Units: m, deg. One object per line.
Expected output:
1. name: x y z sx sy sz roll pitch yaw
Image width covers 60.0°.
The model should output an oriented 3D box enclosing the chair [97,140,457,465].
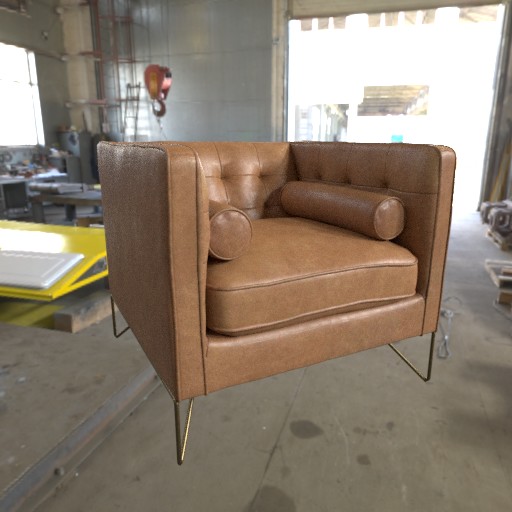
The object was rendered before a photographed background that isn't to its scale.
1. chair: 0.000 0.000 1.584 0.920 0.797 0.912 -8 17 -27
